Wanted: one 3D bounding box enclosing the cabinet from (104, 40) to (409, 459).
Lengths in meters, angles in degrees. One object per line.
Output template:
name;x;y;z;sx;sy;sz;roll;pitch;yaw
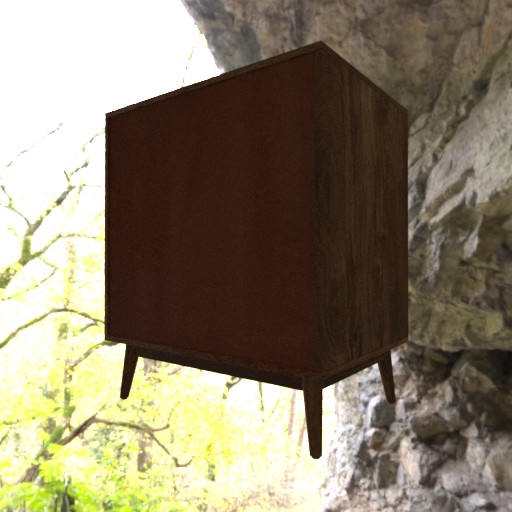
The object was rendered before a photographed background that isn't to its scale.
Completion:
cabinet;0.000;0.000;1.164;0.647;0.758;0.473;0;0;37
